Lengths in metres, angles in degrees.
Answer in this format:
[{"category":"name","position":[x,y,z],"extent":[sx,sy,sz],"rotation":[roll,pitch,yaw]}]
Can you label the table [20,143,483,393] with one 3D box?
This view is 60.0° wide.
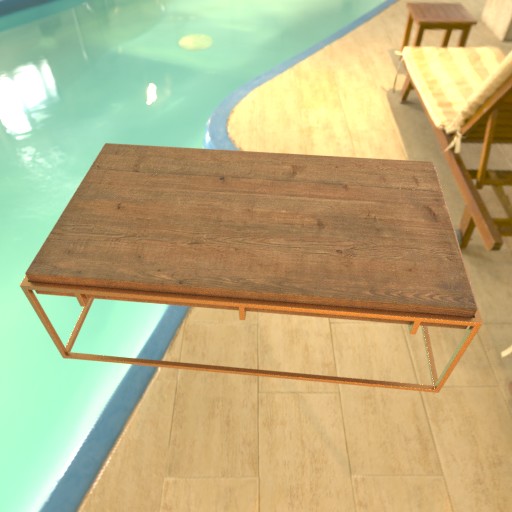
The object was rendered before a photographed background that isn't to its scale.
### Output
[{"category":"table","position":[0.000,0.000,1.726],"extent":[1.387,0.468,0.775],"rotation":[4,46,4]}]
